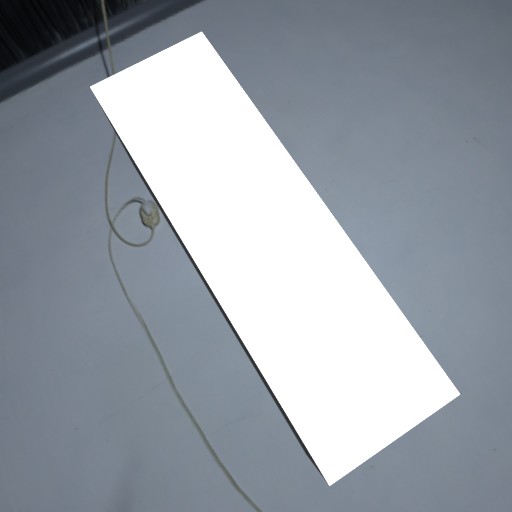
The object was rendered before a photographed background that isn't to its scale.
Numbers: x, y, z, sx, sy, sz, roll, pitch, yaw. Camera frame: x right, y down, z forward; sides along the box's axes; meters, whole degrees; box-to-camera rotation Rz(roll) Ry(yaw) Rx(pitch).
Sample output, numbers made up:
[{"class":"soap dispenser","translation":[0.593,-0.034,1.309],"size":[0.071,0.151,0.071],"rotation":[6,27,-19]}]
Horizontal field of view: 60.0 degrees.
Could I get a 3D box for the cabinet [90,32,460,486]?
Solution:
[{"class":"cabinet","translation":[0.000,0.000,1.937],"size":[0.500,0.780,1.649],"rotation":[-31,76,-9]}]
